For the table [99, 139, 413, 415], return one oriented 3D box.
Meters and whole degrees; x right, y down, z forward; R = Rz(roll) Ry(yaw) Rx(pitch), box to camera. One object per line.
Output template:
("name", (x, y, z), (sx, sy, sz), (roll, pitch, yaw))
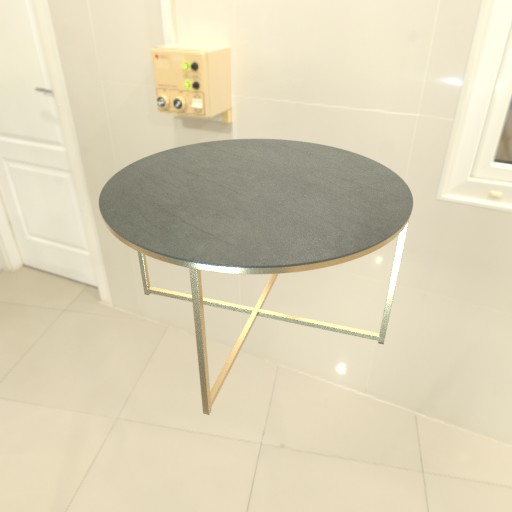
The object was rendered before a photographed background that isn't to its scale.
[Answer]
("table", (0.000, 0.000, 1.296), (0.800, 0.450, 0.800), (0, 32, 0))
